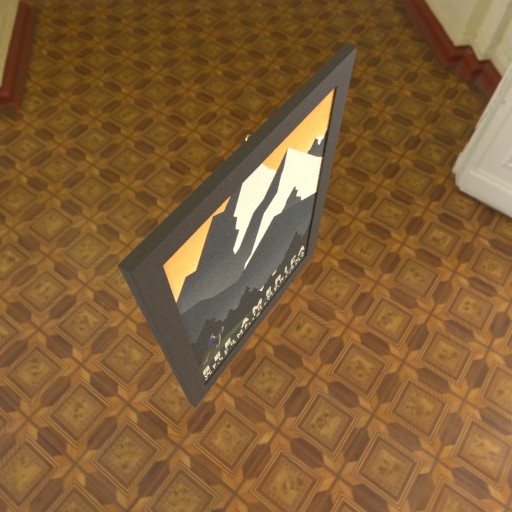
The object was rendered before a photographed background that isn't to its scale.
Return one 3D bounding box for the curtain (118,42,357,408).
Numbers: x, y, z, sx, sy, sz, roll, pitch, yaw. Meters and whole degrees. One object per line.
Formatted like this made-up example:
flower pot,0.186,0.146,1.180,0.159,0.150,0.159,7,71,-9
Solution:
curtain,0.000,0.000,0.815,0.027,0.585,0.483,31,63,18
